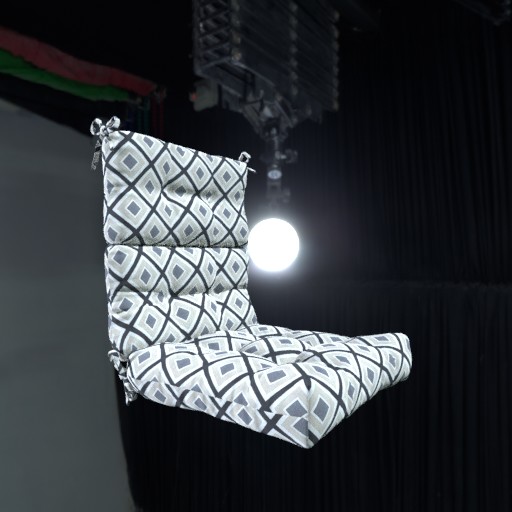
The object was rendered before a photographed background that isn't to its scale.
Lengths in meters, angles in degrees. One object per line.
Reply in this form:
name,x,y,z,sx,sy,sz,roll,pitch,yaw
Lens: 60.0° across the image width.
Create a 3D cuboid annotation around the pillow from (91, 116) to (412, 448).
pillow,0.000,0.000,0.999,0.571,0.605,0.519,0,0,36
